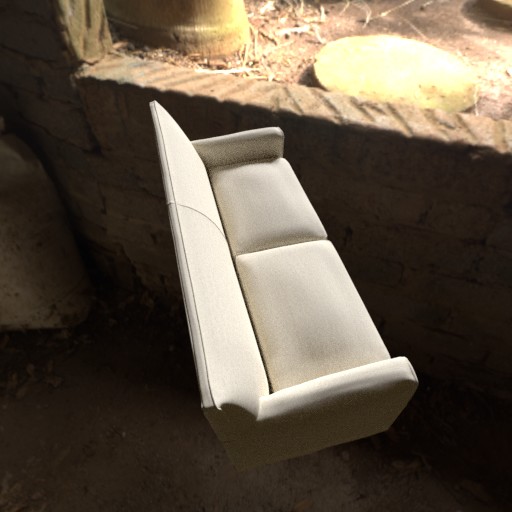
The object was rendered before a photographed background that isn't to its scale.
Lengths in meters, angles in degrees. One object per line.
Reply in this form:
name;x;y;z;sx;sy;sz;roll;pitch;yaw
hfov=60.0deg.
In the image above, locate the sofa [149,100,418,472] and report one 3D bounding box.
sofa;0.000;0.000;2.393;0.841;0.907;2.001;-10;47;-10
